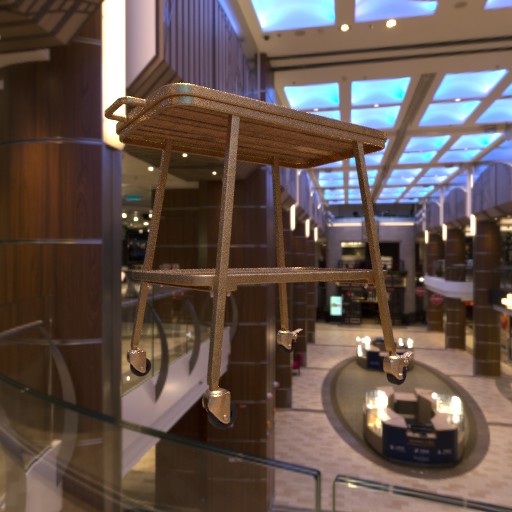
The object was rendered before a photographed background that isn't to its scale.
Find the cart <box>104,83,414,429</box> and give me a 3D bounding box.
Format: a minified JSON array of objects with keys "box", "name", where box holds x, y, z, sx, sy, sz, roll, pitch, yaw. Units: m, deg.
[{"box":[0.000,0.000,1.240,0.806,0.700,0.524,0,0,-34],"name":"cart"}]
